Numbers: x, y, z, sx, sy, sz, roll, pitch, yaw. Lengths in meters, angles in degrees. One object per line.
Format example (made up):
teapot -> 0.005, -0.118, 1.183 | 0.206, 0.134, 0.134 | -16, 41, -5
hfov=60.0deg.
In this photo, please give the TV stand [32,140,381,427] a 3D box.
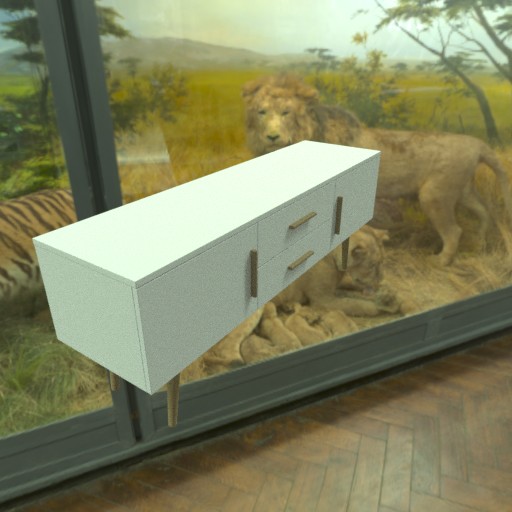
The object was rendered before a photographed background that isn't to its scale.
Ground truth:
TV stand -> 0.000, 0.000, 1.652 | 0.401, 0.560, 1.398 | 17, 31, 31
